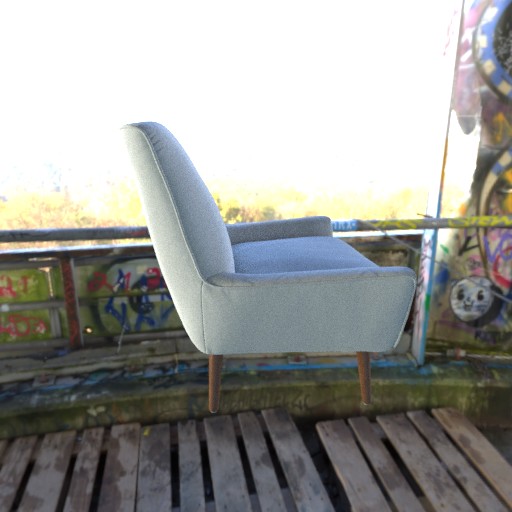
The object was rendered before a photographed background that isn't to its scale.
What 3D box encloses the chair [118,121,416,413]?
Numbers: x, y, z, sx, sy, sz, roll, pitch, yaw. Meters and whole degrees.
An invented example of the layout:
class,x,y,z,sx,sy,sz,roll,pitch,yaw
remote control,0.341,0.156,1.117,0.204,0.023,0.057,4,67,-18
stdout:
class,x,y,z,sx,sy,sz,roll,pitch,yaw
chair,0.000,0.000,1.524,0.822,0.888,0.787,-3,17,-9
